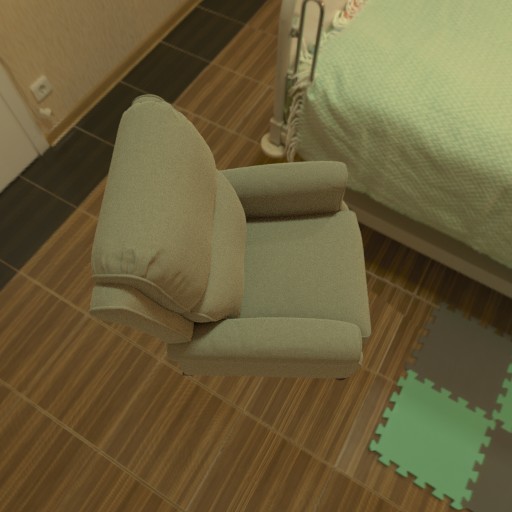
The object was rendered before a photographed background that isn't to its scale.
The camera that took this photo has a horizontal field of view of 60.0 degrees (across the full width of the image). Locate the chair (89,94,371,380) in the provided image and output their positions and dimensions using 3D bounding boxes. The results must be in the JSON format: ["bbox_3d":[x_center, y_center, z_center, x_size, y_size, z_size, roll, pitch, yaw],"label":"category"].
[{"bbox_3d":[0.000,0.000,1.751,0.919,1.046,0.859,1,63,1],"label":"chair"}]
